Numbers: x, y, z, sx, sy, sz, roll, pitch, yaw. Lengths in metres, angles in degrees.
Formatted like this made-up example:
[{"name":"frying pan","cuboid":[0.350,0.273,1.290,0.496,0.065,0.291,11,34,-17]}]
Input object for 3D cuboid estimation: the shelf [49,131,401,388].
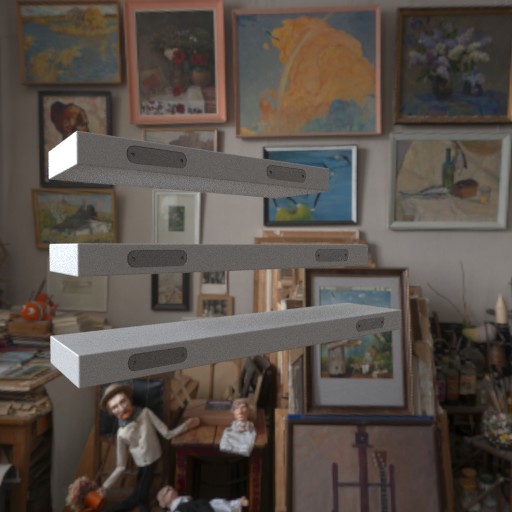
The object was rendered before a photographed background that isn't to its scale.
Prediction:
[{"name":"shelf","cuboid":[0.000,0.000,0.740,0.610,0.293,0.140,-1,2,-37]}]
